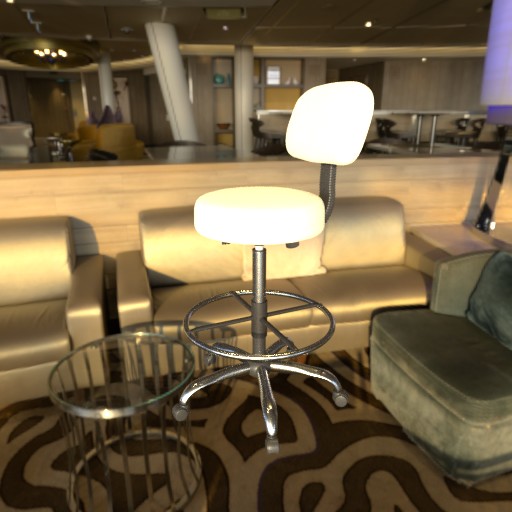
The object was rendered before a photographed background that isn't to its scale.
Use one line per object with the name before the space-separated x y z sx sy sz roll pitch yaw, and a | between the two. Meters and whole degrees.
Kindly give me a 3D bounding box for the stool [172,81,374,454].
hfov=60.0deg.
stool | 0.000 0.000 1.458 0.616 1.080 0.609 -8 20 -24
